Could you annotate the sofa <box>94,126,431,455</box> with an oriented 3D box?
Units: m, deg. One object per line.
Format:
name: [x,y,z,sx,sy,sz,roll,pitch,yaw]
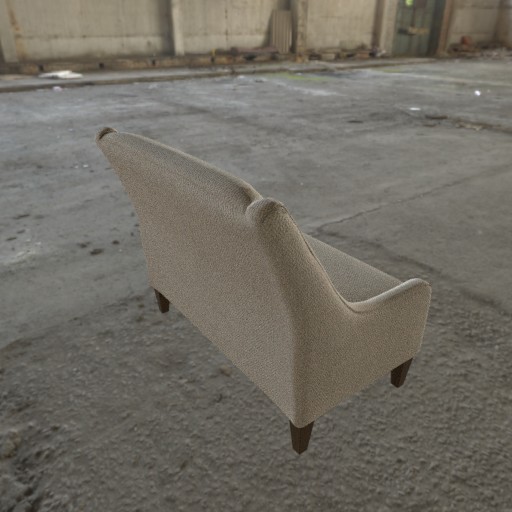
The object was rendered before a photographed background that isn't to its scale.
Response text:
sofa: [0.000,0.000,1.939,0.870,1.022,1.242,-19,33,-32]
